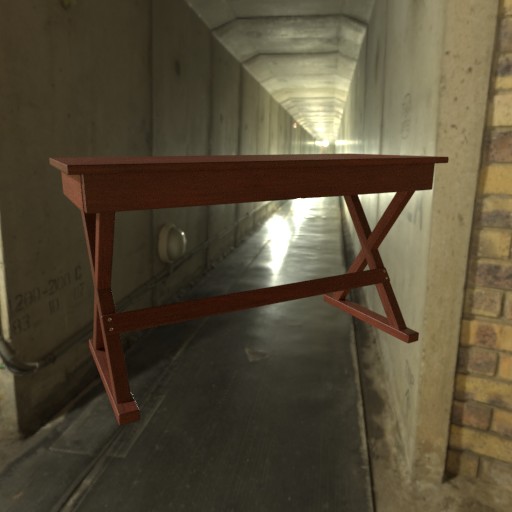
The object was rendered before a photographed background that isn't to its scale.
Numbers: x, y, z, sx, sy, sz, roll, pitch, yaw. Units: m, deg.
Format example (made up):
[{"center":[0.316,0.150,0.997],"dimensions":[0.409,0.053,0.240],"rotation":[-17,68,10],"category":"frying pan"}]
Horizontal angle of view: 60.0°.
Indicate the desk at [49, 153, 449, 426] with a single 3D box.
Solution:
[{"center":[0.000,0.000,1.751],"dimensions":[1.372,0.761,0.600],"rotation":[-8,16,-27],"category":"desk"}]
